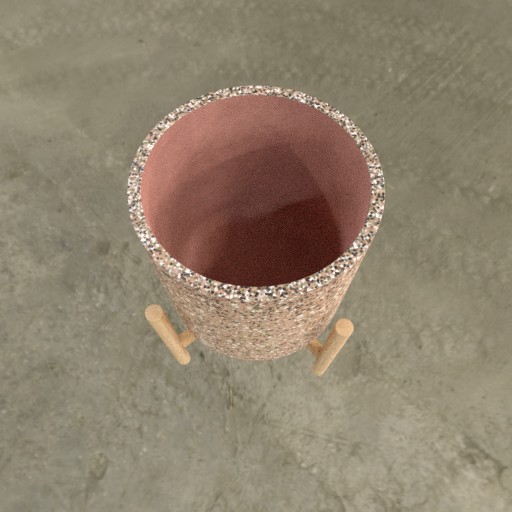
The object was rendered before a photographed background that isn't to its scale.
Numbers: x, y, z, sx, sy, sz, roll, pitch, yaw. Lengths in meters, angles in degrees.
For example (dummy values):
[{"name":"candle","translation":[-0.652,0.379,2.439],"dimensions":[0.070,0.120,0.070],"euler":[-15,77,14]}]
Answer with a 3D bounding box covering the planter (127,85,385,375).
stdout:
[{"name":"planter","translation":[0.000,0.000,0.713],"dimensions":[0.360,0.419,0.360],"euler":[-16,66,-8]}]
